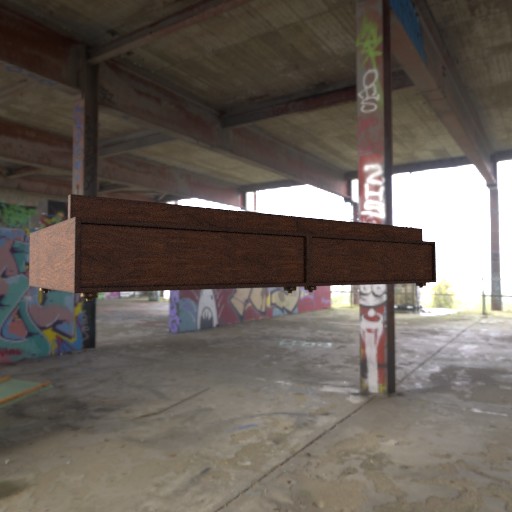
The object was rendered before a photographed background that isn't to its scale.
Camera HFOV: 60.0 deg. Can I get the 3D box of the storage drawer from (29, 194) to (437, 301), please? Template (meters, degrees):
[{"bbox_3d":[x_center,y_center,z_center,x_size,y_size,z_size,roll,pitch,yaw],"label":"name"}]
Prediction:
[{"bbox_3d":[0.000,0.000,2.206,1.914,0.339,0.774,1,-2,-36],"label":"storage drawer"}]
